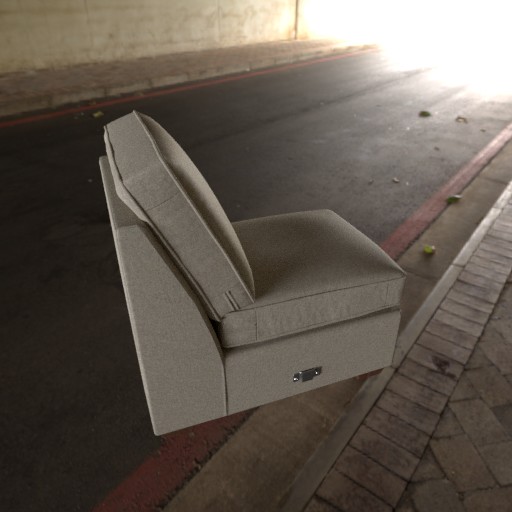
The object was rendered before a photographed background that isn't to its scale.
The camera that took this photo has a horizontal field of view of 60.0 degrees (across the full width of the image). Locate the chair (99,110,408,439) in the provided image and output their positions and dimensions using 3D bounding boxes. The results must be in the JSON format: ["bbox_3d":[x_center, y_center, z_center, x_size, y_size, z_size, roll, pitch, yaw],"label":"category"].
[{"bbox_3d":[0.000,0.000,1.735,1.020,1.058,0.674,-11,32,-18],"label":"chair"}]
